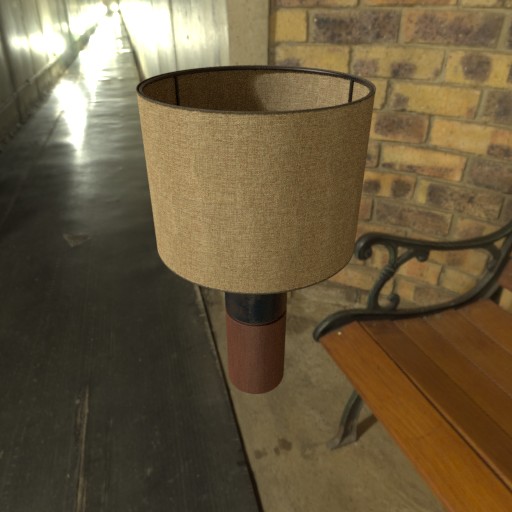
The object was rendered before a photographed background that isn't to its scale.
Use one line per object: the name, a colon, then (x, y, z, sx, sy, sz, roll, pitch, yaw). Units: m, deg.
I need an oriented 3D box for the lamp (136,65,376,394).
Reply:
lamp: (0.000, 0.000, 0.474, 0.202, 0.350, 0.202, 0, 31, 0)
